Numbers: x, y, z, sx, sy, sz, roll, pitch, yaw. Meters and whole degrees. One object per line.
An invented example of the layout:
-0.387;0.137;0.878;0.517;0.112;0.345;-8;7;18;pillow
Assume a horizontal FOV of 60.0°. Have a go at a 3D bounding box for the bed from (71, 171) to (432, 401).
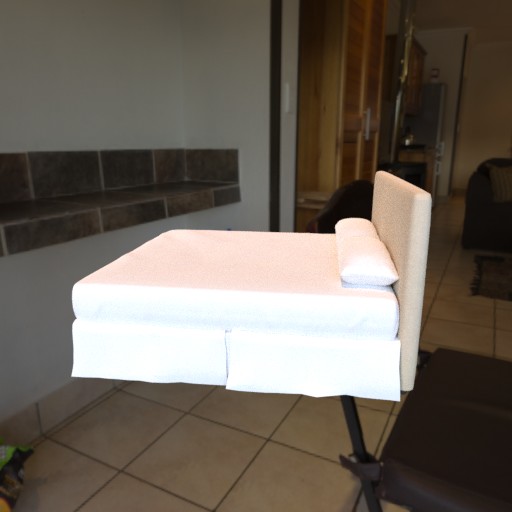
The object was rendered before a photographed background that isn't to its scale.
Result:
0.000;0.000;3.718;2.319;1.317;2.119;2;14;9;bed
